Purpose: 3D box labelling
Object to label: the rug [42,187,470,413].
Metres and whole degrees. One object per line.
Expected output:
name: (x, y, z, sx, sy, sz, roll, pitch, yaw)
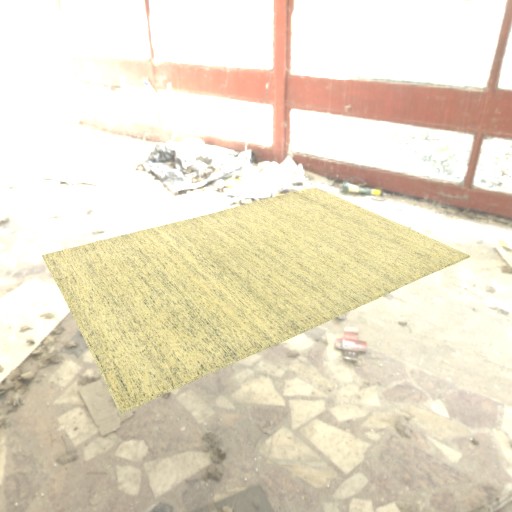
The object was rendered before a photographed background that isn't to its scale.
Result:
rug: (0.000, 0.000, 2.807, 2.263, 0.017, 1.523, -18, 34, -29)
